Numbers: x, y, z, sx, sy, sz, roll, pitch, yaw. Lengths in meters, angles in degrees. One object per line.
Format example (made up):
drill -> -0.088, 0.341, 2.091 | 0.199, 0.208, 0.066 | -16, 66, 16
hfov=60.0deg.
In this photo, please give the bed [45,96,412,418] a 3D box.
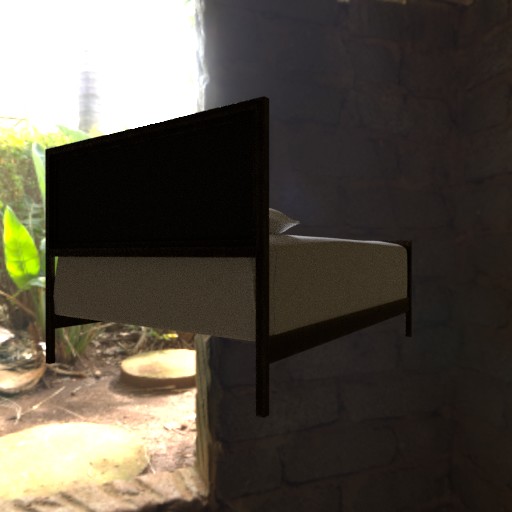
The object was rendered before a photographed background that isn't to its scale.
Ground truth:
bed -> 0.000, 0.000, 3.175 | 1.607, 1.313, 2.221 | 0, 0, 34
